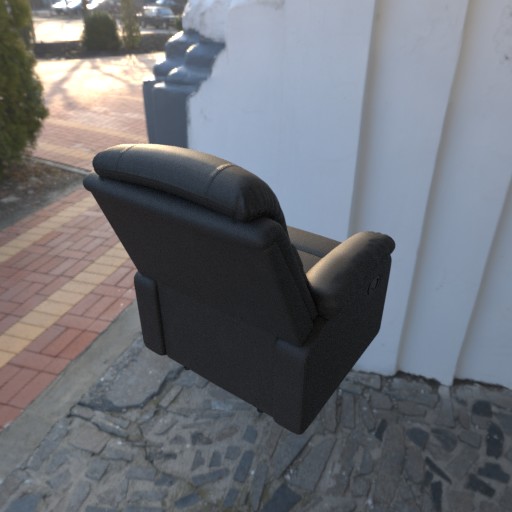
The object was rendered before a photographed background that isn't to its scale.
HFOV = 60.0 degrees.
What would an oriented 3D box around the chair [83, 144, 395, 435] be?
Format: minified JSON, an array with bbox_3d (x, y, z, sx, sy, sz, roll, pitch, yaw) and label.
[{"bbox_3d":[0.000,0.000,1.696,0.855,0.992,0.919,20,35,31],"label":"chair"}]
